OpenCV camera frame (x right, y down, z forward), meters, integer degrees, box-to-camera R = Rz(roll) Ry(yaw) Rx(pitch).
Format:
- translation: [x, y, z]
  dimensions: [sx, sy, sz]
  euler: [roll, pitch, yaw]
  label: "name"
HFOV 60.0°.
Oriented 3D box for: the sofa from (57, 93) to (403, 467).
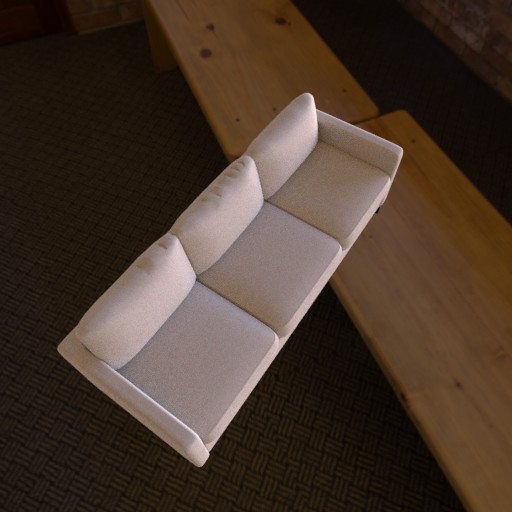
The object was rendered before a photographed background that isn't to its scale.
- translation: [0.000, 0.000, 2.692]
  dimensions: [0.859, 0.874, 2.218]
  euler: [30, 63, 17]
  label: "sofa"
